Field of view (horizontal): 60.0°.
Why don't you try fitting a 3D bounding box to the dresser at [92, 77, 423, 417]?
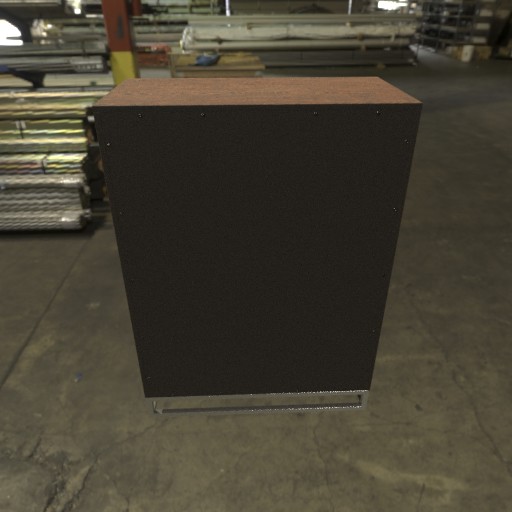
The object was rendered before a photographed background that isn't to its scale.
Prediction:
[{"bbox_3d":[0.000,0.000,1.841,0.965,1.321,0.508,-1,31,-2],"label":"dresser"}]
